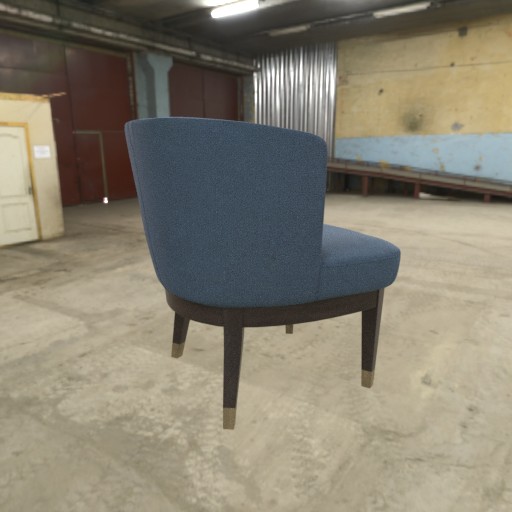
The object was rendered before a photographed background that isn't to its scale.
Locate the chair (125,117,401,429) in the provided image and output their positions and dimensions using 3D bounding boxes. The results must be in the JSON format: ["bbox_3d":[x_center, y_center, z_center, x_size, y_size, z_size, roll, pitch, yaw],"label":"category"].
[{"bbox_3d":[0.000,0.000,1.322,0.702,0.760,0.661,-7,15,-26],"label":"chair"}]
